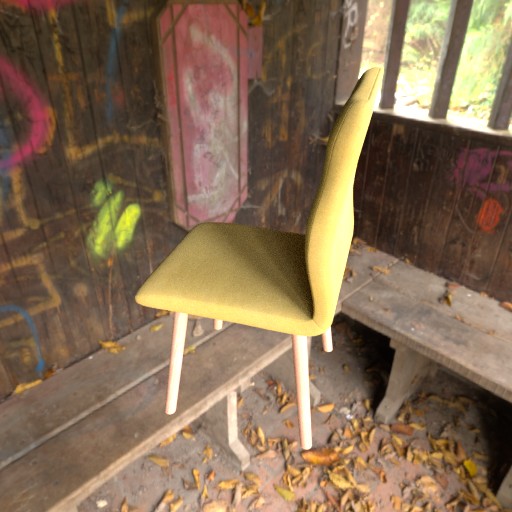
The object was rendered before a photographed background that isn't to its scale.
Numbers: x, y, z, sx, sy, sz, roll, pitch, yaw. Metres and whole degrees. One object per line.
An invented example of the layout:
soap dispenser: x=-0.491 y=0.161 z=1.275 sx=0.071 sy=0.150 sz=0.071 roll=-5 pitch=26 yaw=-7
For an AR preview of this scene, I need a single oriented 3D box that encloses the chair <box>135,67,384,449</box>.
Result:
chair: x=0.000 y=0.000 z=1.261 sx=0.550 sy=0.965 sz=0.450 roll=9 pitch=32 yaw=14
